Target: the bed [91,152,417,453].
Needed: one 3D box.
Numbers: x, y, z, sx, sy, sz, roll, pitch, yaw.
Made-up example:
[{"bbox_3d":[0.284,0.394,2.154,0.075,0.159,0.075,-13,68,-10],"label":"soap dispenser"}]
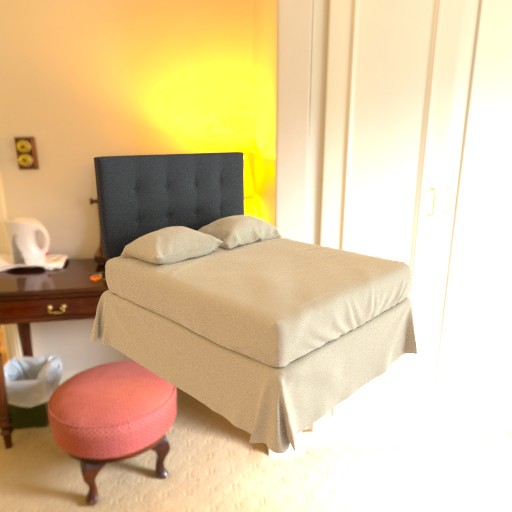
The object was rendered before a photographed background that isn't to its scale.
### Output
[{"bbox_3d":[0.000,0.000,3.618,2.222,1.577,1.936,14,21,42],"label":"bed"}]
